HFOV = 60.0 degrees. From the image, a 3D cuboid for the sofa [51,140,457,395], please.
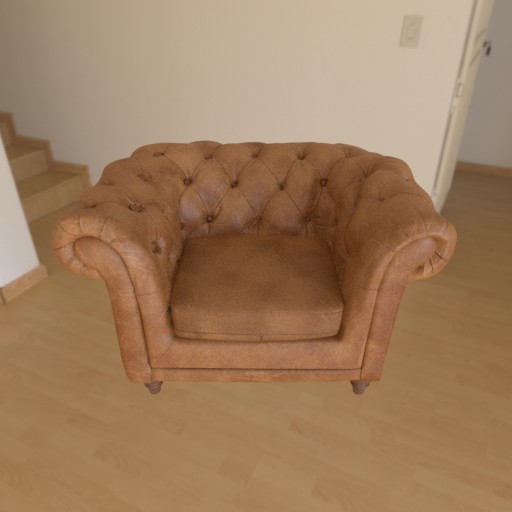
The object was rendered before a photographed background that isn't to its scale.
[{"bbox_3d":[0.000,0.000,2.042,1.405,0.878,1.033,0,31,0],"label":"sofa"}]
